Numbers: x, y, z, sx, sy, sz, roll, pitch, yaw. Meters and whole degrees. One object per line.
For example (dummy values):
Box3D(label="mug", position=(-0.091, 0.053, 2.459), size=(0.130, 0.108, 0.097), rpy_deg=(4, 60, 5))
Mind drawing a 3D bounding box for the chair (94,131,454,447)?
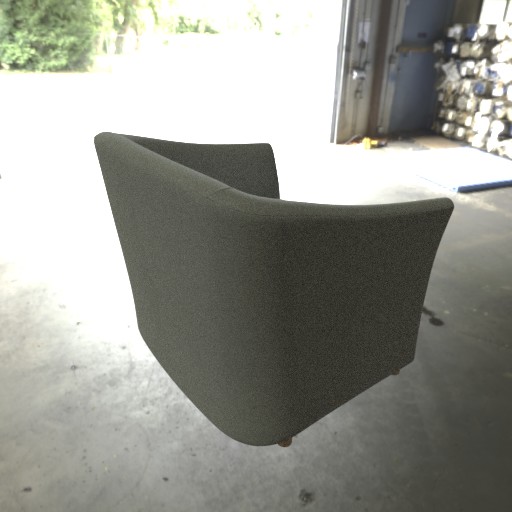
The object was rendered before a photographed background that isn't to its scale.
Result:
Box3D(label="chair", position=(0.000, 0.000, 1.320), size=(0.700, 0.720, 0.790), rpy_deg=(-19, 33, -32))
